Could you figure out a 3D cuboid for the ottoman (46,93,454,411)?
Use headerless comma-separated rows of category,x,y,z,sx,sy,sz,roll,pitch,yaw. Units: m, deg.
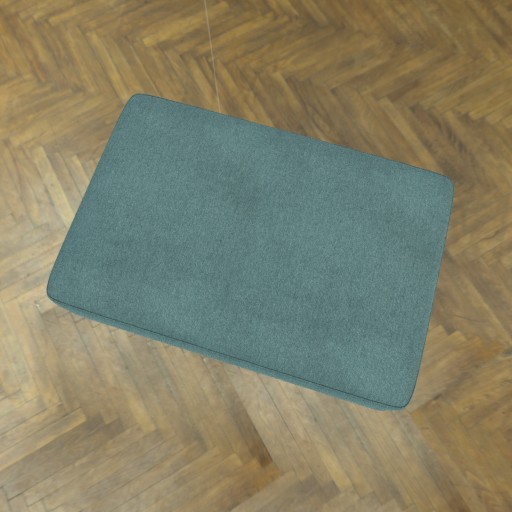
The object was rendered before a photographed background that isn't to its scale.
ottoman,0.000,0.000,1.199,0.864,0.483,0.584,16,75,5
